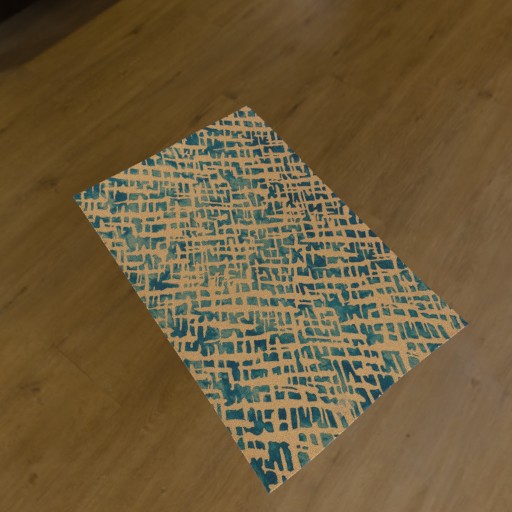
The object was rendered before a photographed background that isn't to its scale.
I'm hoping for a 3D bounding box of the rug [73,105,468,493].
[{"bbox_3d":[0.000,0.000,2.307,1.209,0.011,1.830,-33,66,-16],"label":"rug"}]
